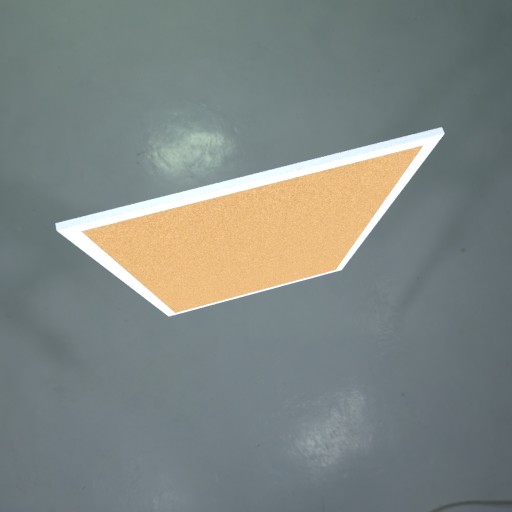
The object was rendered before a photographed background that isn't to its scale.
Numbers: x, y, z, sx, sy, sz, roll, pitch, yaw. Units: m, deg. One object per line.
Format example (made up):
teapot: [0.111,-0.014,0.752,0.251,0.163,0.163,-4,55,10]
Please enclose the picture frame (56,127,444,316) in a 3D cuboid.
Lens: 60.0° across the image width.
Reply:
picture frame: [0.000,0.000,1.179,0.659,0.940,0.013,-15,75,-4]
